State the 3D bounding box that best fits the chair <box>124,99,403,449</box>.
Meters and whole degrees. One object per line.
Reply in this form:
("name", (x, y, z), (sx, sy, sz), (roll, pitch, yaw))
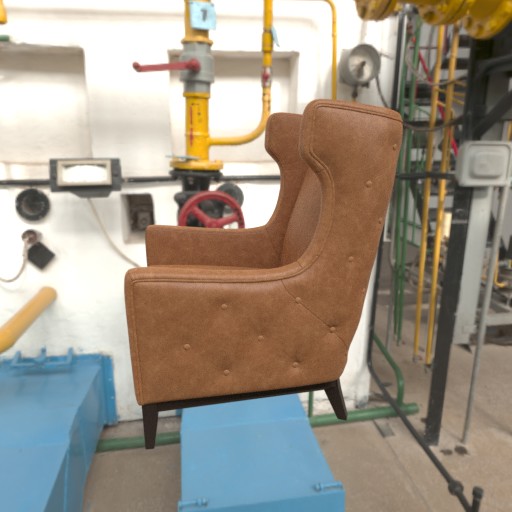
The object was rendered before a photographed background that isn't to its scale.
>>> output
("chair", (0.000, 0.000, 1.684), (0.899, 1.079, 0.766), (-2, 15, -8))
